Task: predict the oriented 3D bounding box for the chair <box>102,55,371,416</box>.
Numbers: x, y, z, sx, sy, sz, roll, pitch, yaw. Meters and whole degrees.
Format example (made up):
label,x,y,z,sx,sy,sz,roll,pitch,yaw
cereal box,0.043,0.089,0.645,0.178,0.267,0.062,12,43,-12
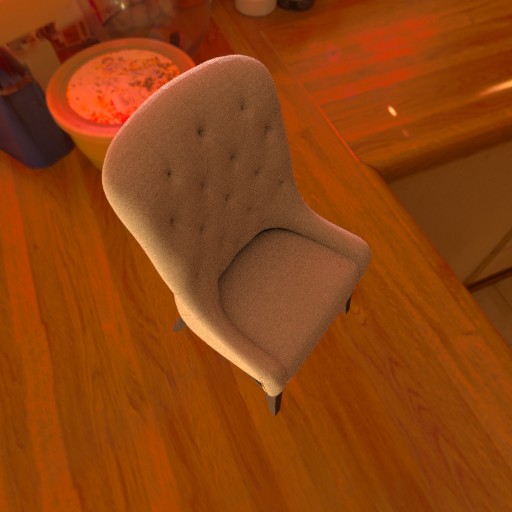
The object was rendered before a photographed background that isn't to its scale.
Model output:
label,x,y,z,sx,sy,sz,roll,pitch,yaw
chair,0.000,0.000,1.501,0.629,1.091,0.634,33,65,18
